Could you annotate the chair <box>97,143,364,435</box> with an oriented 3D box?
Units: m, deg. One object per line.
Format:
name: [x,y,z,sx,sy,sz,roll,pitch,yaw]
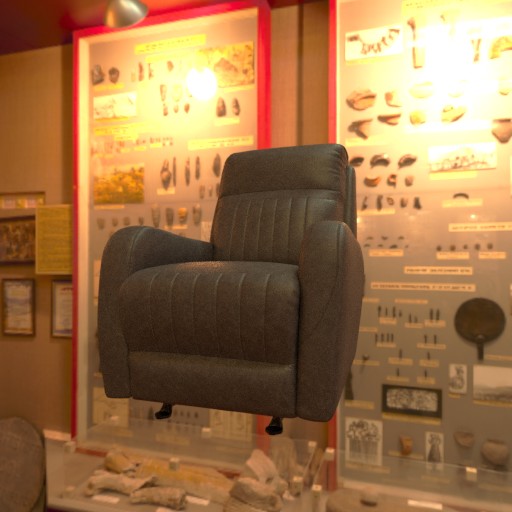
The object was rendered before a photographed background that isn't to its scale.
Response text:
chair: [0.000,0.000,1.819,0.865,1.067,1.067,0,0,19]
